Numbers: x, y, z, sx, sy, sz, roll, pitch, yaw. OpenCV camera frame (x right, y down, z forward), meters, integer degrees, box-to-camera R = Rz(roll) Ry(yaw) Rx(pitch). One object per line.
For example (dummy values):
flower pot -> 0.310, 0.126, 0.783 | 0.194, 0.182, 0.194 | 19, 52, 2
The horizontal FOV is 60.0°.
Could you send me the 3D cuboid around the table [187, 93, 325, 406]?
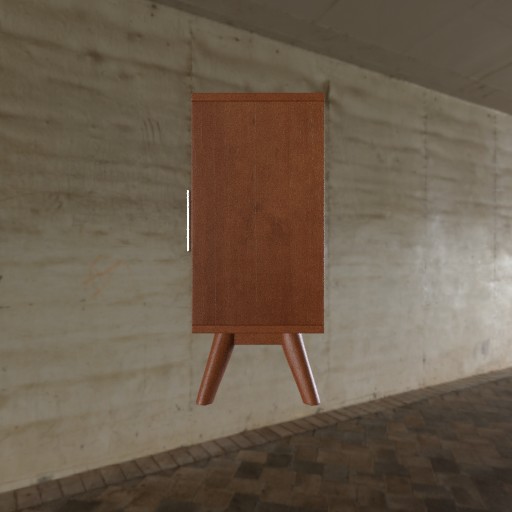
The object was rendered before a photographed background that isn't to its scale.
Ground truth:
table -> 0.000, 0.000, 1.546 | 0.308, 0.698, 1.220 | 0, 0, 0
